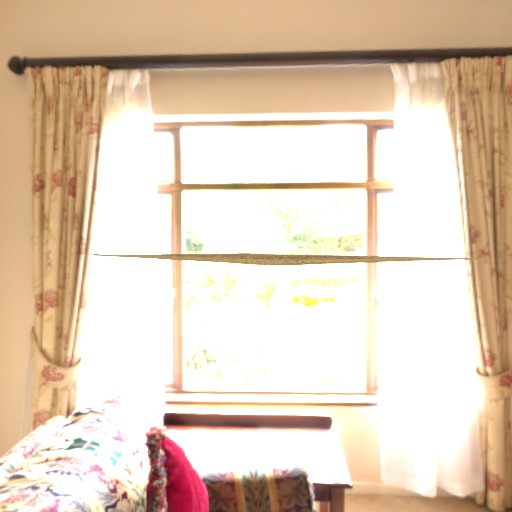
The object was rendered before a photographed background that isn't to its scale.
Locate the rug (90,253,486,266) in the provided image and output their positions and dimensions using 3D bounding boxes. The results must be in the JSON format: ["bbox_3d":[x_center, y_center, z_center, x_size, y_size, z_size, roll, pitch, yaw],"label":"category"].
[{"bbox_3d":[0.000,0.000,2.350,1.209,0.019,1.828,-1,1,-36],"label":"rug"}]
